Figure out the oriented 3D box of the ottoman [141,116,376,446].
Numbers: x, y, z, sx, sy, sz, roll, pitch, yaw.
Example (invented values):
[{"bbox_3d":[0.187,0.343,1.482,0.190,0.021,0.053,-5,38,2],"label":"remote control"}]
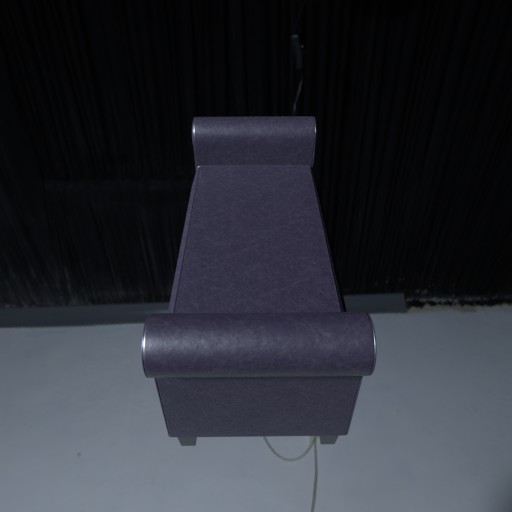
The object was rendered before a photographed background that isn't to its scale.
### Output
[{"bbox_3d":[0.000,0.000,1.569,0.521,0.547,1.256,0,40,0],"label":"ottoman"}]
